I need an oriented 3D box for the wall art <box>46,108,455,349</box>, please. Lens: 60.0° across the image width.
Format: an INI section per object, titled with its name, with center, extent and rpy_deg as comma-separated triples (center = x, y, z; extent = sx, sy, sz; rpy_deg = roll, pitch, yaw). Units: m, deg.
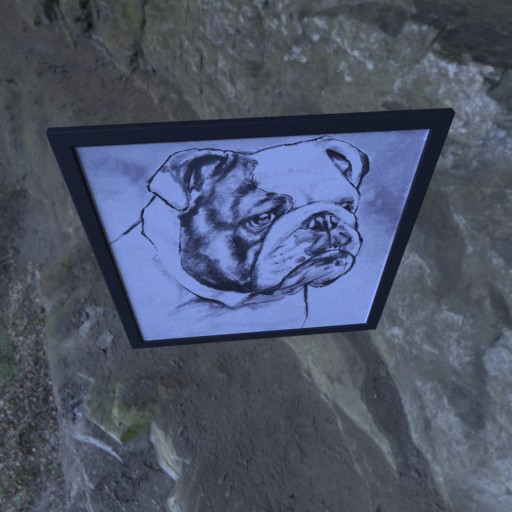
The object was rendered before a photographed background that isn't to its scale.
[wall art]
center = 0.000, 0.000, 0.815
extent = 0.562, 0.558, 0.012
rpy_deg = -4, 48, -4
